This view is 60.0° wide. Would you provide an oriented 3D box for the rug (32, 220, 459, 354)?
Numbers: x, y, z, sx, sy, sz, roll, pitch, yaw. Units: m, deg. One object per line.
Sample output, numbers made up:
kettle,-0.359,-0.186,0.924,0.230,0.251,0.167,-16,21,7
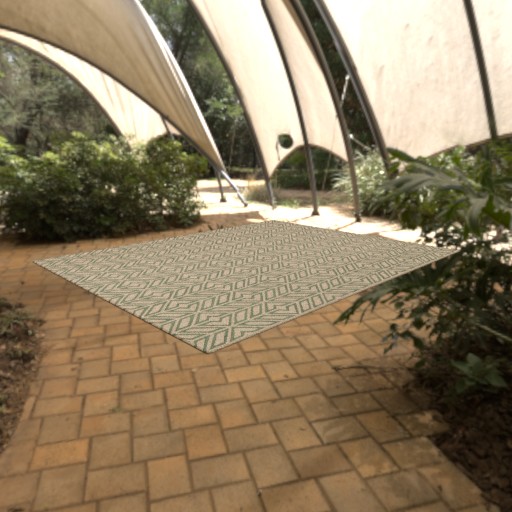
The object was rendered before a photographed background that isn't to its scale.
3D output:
rug,0.000,0.000,4.029,3.050,0.017,2.441,-14,20,-43
